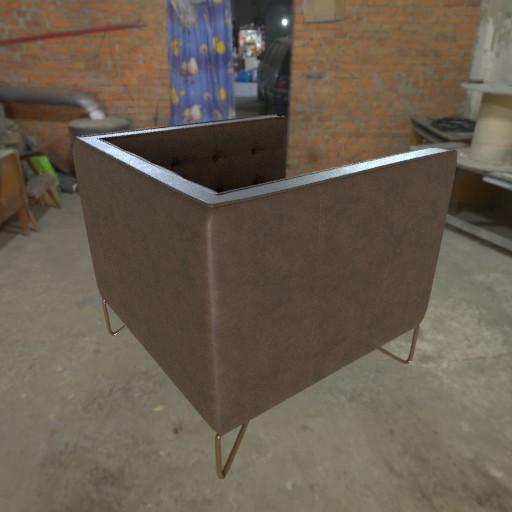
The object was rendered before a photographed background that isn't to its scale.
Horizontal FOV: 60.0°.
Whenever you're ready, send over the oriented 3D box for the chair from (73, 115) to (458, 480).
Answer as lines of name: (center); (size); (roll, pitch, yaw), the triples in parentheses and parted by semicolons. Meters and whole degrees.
chair: (0.000, 0.000, 1.541); (0.894, 0.790, 0.880); (-18, 31, -33)
